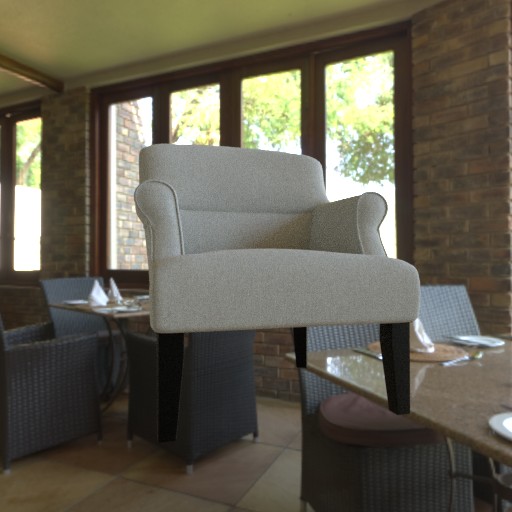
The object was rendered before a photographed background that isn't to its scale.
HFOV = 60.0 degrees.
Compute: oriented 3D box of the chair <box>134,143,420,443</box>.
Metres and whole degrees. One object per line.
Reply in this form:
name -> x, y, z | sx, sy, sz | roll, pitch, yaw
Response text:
chair -> 0.000, 0.000, 1.451 | 0.781, 0.875, 0.750 | 0, -1, -17
